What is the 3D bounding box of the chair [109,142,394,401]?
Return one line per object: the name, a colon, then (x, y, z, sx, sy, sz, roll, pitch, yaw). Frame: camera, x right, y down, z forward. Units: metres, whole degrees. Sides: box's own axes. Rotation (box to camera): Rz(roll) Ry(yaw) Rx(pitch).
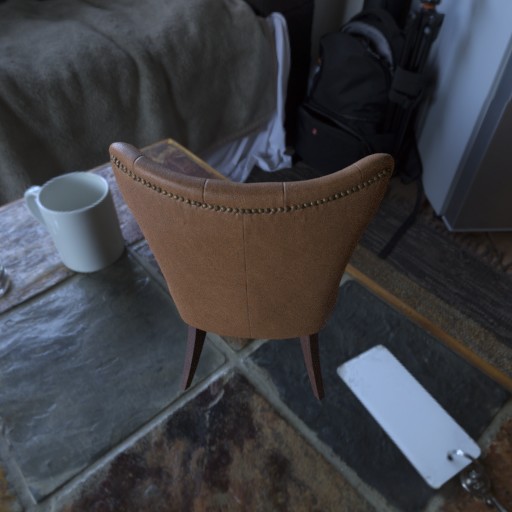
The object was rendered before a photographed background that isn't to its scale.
chair: (0.000, 0.000, 1.429, 0.611, 1.065, 0.669, 3, 47, 3)
